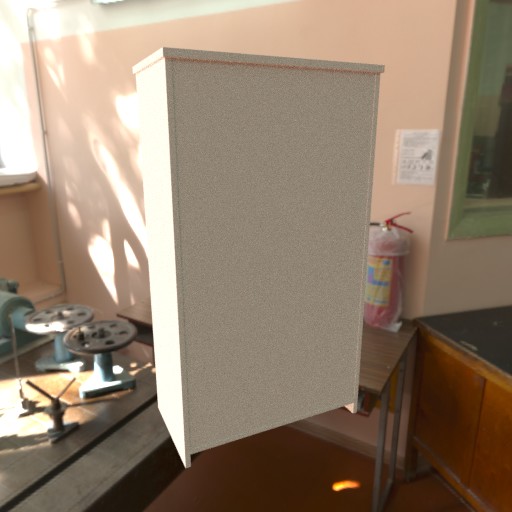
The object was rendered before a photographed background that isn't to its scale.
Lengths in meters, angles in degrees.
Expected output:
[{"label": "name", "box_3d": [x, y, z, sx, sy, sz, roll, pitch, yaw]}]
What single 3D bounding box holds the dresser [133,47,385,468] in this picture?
[{"label": "dresser", "box_3d": [0.000, 0.000, 1.581, 0.704, 1.255, 0.399, -7, 17, -25]}]
